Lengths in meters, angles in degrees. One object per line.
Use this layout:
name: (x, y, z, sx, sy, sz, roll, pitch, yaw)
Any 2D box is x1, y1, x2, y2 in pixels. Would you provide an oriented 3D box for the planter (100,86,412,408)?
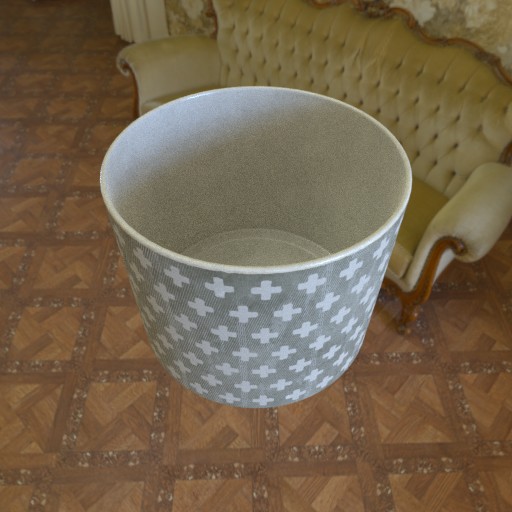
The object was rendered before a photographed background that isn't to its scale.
planter: (0.000, 0.000, 0.342, 0.190, 0.181, 0.190, 0, 47, 0)
